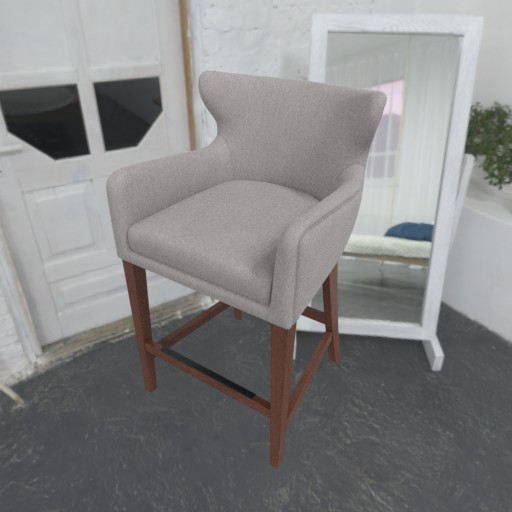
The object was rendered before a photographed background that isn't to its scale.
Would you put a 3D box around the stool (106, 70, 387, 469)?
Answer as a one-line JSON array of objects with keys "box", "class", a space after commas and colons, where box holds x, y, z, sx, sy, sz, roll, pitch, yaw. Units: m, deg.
[{"box": [0.000, 0.000, 1.327, 0.575, 0.951, 0.575, 19, 37, 28], "class": "stool"}]
